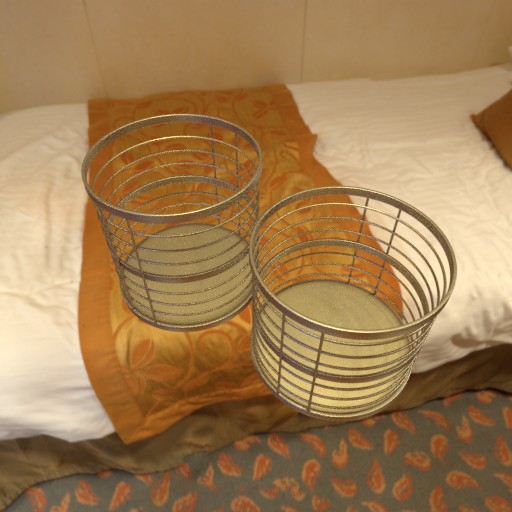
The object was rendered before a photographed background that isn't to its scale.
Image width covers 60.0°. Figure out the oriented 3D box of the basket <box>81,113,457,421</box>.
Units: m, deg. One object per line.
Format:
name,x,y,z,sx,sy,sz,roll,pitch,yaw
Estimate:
basket,0.000,0.000,0.939,0.746,0.351,0.356,24,51,22
